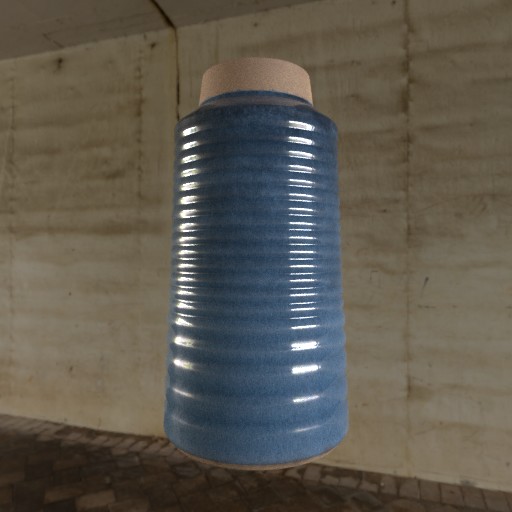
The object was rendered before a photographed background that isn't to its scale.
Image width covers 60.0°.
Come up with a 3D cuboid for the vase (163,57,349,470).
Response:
[{"bbox_3d":[0.000,0.000,0.399,0.163,0.316,0.163,0,0,0],"label":"vase"}]
